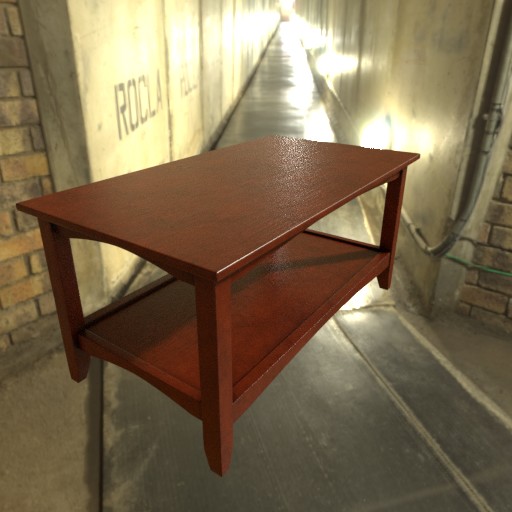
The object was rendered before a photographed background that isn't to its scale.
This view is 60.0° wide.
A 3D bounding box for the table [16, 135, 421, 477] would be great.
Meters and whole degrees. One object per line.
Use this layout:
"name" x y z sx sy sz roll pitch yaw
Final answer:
"table" 0.000 0.000 1.205 0.533 0.456 0.943 17 30 32
